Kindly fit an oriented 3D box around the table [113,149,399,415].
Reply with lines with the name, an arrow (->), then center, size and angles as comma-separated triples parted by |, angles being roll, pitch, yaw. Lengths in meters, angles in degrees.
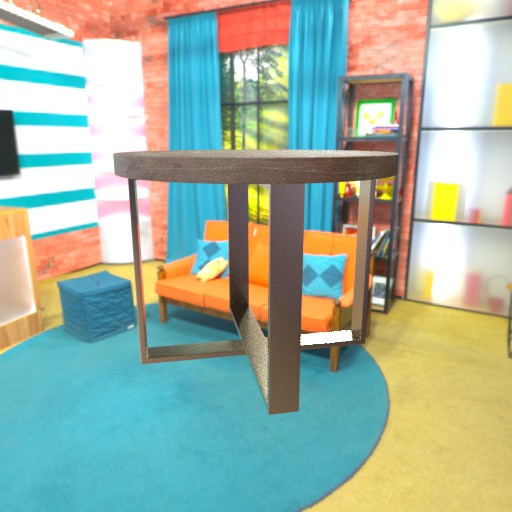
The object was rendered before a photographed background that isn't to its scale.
table -> 0.000, 0.000, 0.960 | 0.557, 0.437, 0.557 | 0, 15, 0
